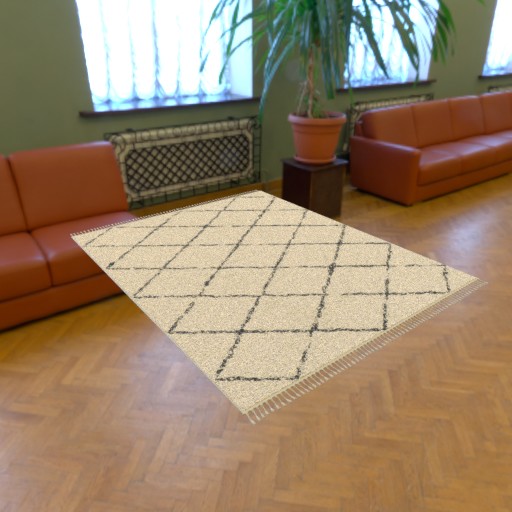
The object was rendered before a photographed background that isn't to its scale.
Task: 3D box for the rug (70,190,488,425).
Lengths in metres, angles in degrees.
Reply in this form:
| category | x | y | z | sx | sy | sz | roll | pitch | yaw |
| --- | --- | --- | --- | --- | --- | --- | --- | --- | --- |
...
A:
| category | x | y | z | sx | sy | sz | roll | pitch | yaw |
| --- | --- | --- | --- | --- | --- | --- | --- | --- | --- |
| rug | 0.000 | 0.000 | 3.992 | 2.380 | 0.013 | 3.051 | -19 | 32 | -33 |
